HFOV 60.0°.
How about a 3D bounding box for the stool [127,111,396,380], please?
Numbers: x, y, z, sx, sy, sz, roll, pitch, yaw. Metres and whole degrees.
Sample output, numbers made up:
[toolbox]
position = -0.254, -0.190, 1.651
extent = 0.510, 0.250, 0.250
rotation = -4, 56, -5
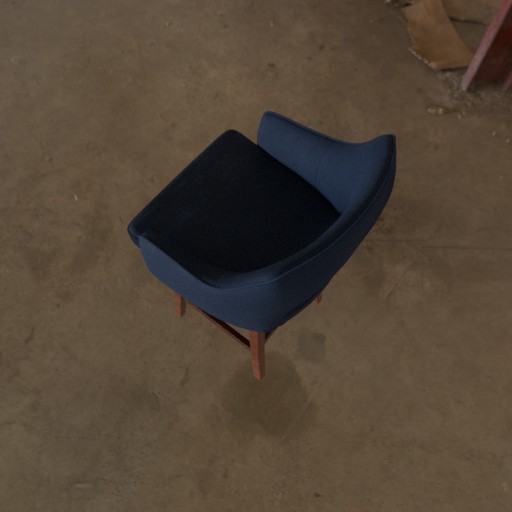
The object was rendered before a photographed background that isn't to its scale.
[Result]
[stool]
position = 0.000, 0.000, 1.373
extent = 0.560, 1.041, 0.550
rotation = 35, 68, 16
